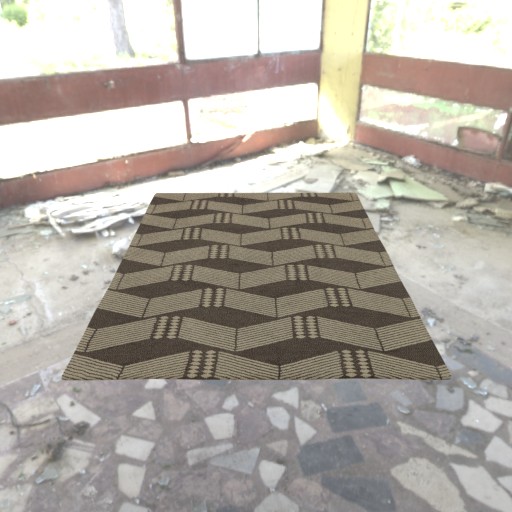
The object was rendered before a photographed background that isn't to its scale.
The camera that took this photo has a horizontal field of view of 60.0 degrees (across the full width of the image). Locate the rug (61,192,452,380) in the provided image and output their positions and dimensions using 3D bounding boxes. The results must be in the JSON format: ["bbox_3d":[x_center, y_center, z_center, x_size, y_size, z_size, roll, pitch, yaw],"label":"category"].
[{"bbox_3d":[0.000,0.000,4.061,2.438,0.016,3.048,0,30,0],"label":"rug"}]
